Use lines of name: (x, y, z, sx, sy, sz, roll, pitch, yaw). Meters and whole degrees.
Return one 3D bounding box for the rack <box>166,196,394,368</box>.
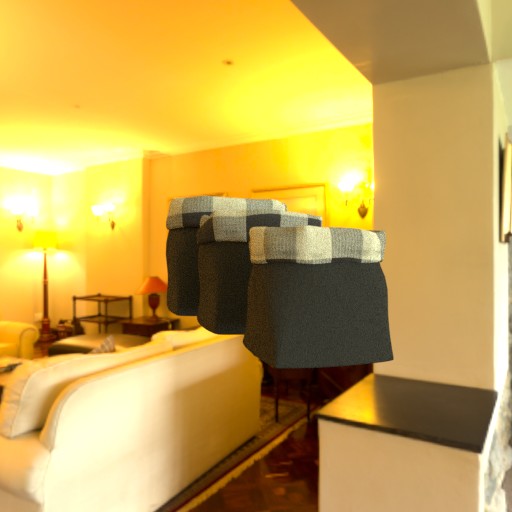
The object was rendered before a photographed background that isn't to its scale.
rack: (0.000, 0.000, 1.065, 0.370, 0.329, 0.889, 0, 0, -18)
